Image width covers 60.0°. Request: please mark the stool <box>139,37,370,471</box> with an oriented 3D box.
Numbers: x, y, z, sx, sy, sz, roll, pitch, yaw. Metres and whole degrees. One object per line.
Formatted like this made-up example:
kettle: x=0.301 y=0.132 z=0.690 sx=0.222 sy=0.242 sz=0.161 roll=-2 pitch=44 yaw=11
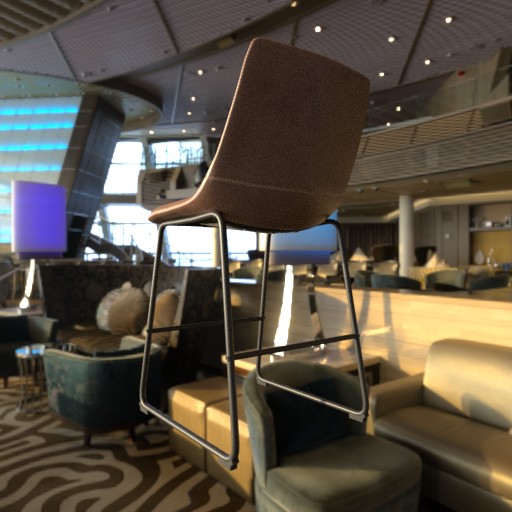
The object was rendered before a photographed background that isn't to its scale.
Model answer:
stool: x=0.000 y=0.000 z=1.204 sx=0.460 sy=0.890 sz=0.550 roll=0 pitch=0 yaw=-38
